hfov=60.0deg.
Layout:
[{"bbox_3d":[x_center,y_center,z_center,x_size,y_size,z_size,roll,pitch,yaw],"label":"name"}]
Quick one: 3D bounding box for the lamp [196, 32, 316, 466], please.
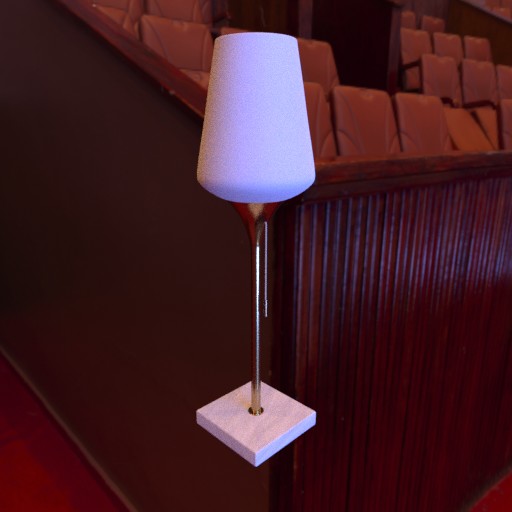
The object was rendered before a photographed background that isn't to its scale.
[{"bbox_3d":[0.000,0.000,0.720,0.181,0.639,0.181,-15,22,-42],"label":"lamp"}]
